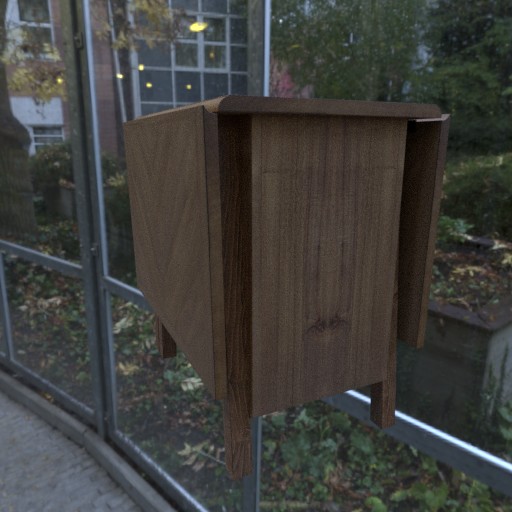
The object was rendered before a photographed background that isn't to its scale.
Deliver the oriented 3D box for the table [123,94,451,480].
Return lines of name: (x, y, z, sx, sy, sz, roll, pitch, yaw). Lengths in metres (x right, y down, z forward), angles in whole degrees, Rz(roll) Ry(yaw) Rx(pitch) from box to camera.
table: (0.000, 0.000, 1.586, 0.701, 0.981, 0.967, -7, 16, -25)
